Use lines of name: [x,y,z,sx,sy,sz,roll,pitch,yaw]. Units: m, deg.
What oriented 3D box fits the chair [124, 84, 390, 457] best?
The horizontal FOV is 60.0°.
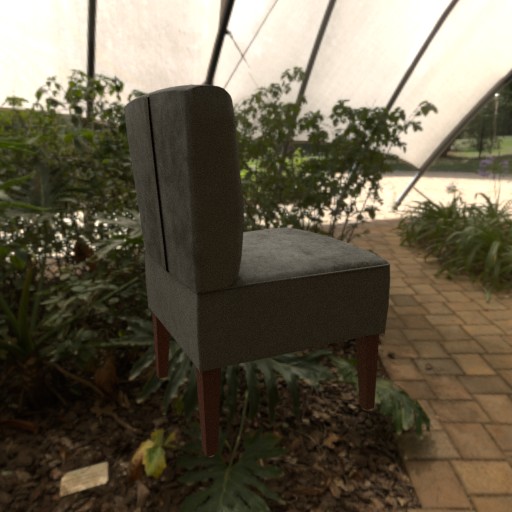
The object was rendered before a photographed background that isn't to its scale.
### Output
chair: [0.000,0.000,1.183,0.554,0.806,0.521,-8,17,-27]
